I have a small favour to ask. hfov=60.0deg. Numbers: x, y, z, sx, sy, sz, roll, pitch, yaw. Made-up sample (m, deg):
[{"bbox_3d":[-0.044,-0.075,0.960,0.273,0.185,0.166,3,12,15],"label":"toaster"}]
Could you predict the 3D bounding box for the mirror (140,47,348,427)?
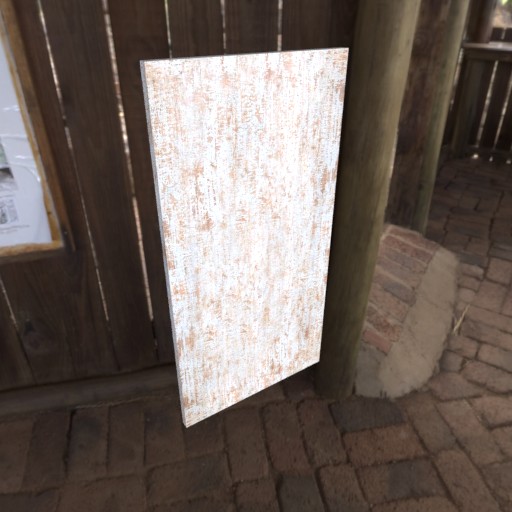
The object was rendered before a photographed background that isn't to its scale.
[{"bbox_3d":[0.000,0.000,1.105,0.472,0.922,0.027,-18,34,-28],"label":"mirror"}]
